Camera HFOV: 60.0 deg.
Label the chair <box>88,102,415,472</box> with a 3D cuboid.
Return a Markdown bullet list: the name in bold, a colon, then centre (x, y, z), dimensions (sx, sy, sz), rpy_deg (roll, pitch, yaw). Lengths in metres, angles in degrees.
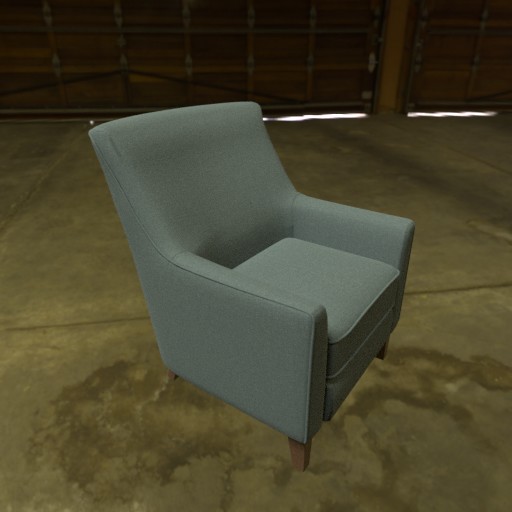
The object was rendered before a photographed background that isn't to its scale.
- **chair**: centre (0.000, 0.000, 1.540), dimensions (0.879, 0.916, 0.756), rpy_deg (17, 31, 32)
